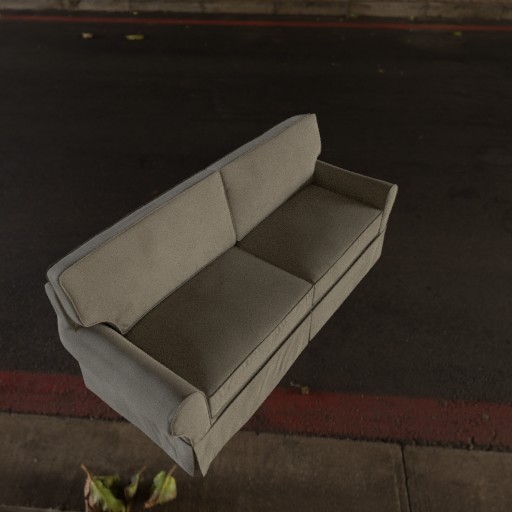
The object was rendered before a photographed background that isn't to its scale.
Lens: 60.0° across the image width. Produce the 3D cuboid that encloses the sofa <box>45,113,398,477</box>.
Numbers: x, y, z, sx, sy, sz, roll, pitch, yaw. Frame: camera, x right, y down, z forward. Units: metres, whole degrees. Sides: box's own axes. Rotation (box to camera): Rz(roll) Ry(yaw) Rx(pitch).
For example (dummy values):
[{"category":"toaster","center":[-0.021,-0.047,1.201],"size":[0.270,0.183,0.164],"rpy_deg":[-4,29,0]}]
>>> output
[{"category":"sofa","center":[0.000,0.000,2.685],"size":[0.900,1.014,2.246],"rpy_deg":[26,47,27]}]
